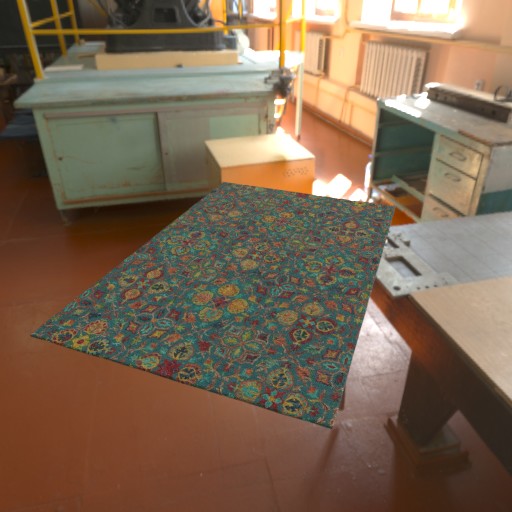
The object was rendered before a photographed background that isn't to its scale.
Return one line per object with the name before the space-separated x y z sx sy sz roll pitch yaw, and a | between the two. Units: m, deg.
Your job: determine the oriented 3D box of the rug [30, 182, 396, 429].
rug | 0.000 0.000 2.885 1.527 0.016 2.290 11 32 18
